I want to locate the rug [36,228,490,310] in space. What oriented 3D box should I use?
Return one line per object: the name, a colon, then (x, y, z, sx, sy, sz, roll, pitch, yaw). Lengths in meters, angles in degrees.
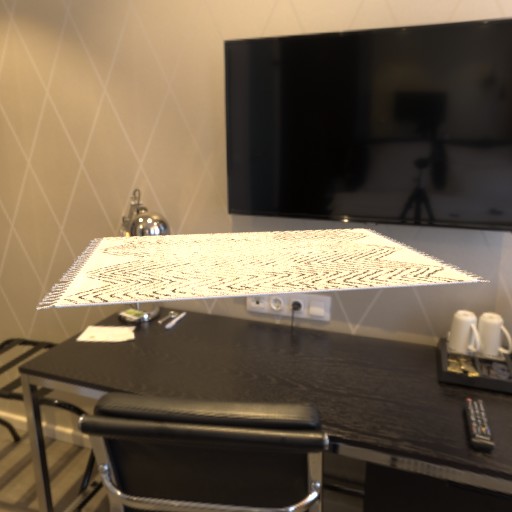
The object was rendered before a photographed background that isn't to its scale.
rug: (0.000, 0.000, 2.321, 1.847, 0.014, 1.230, -3, 14, -10)
